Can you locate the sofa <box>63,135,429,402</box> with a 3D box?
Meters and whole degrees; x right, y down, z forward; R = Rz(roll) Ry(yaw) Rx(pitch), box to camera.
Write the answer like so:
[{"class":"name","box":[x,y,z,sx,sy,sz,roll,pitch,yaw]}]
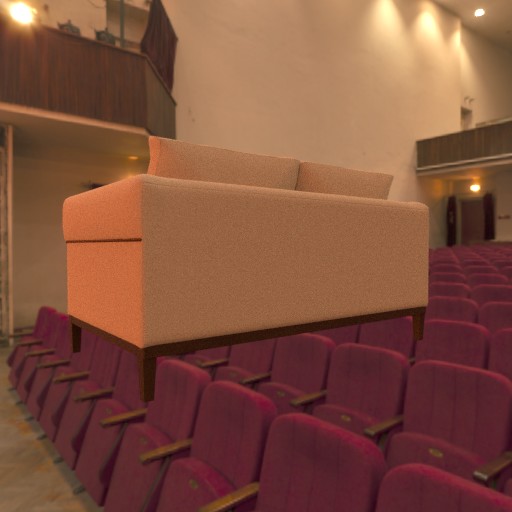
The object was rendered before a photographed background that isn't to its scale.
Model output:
[{"class":"sofa","box":[0.000,0.000,2.166,1.598,0.873,0.905,-1,2,-37]}]
